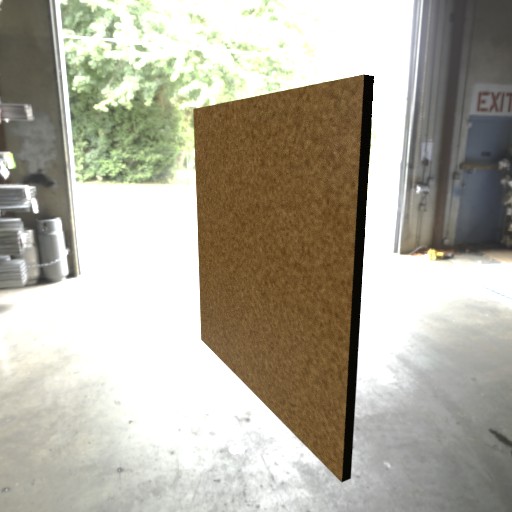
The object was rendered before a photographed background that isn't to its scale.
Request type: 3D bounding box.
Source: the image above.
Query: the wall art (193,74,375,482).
[{"bbox_3d":[0.000,0.000,0.655,0.014,0.445,0.446,-7,16,-27],"label":"wall art"}]
